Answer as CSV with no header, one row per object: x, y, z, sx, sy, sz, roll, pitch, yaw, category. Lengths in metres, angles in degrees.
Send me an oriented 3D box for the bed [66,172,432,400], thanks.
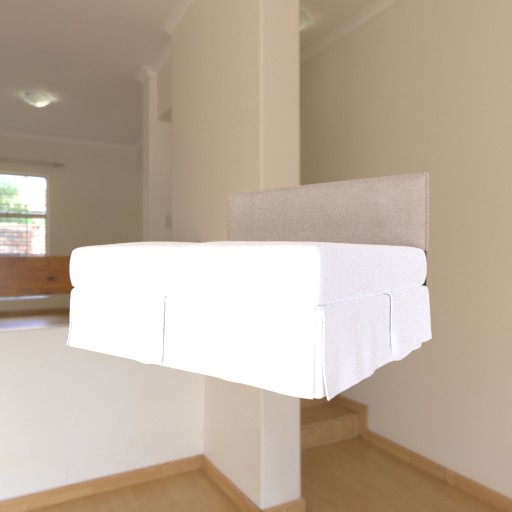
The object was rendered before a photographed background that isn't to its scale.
0.000,0.000,3.399,2.170,1.346,1.914,0,0,36,bed
